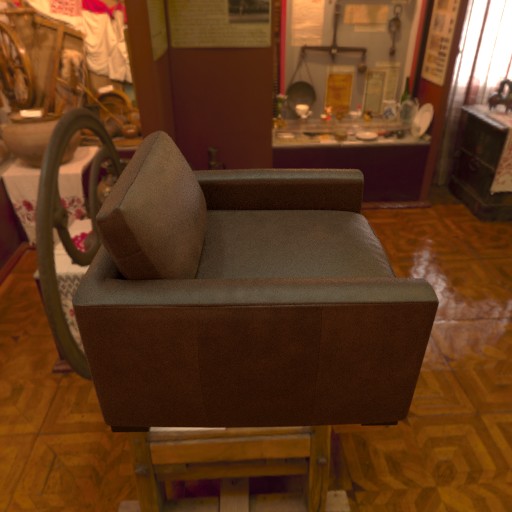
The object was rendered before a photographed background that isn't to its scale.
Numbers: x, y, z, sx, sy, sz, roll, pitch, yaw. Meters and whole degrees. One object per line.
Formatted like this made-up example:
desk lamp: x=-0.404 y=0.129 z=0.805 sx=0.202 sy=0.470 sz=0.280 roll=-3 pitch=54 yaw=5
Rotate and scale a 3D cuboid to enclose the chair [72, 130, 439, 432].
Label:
chair: x=0.000 y=0.000 z=1.769 sx=1.069 sy=0.812 sz=1.100 roll=-1 pitch=32 yaw=-1
